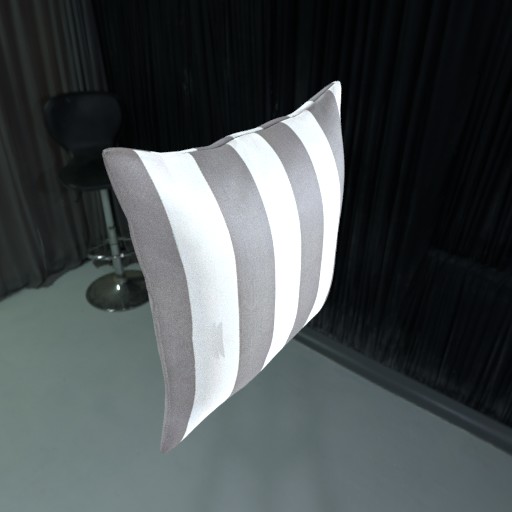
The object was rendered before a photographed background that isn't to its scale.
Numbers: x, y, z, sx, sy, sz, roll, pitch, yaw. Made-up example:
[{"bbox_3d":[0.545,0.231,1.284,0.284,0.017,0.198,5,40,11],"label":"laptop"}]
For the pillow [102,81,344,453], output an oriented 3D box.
[{"bbox_3d":[0.000,0.000,0.768,0.192,0.507,0.522,21,37,31],"label":"pillow"}]
